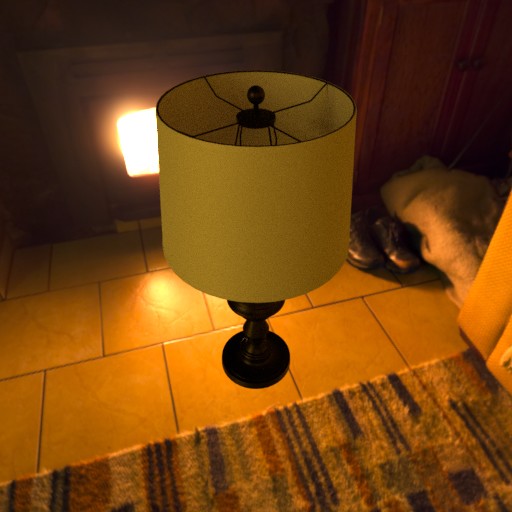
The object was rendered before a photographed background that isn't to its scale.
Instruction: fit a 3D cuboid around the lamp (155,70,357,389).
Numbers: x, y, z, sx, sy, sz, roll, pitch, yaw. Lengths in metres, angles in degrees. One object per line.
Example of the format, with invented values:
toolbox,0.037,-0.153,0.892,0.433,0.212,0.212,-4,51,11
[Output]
lamp,0.000,0.000,0.958,0.383,0.726,0.383,0,40,0
